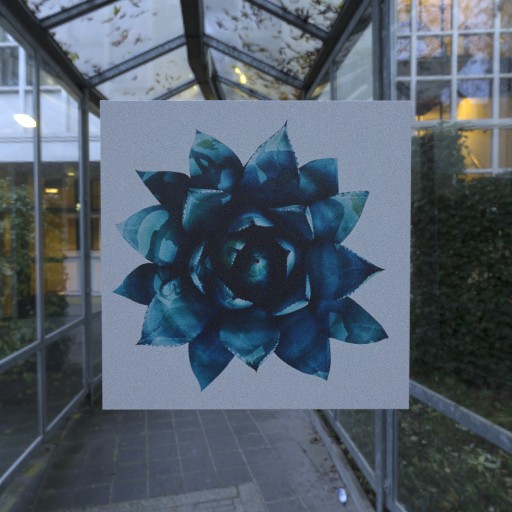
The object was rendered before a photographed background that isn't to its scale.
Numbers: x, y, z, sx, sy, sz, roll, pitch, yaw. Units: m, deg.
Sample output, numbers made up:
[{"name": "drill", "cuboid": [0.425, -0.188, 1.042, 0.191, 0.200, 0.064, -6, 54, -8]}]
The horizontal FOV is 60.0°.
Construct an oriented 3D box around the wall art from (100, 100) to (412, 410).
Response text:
[{"name": "wall art", "cuboid": [0.000, 0.000, 0.602, 0.406, 0.406, 0.038, 0, 1, 0]}]
